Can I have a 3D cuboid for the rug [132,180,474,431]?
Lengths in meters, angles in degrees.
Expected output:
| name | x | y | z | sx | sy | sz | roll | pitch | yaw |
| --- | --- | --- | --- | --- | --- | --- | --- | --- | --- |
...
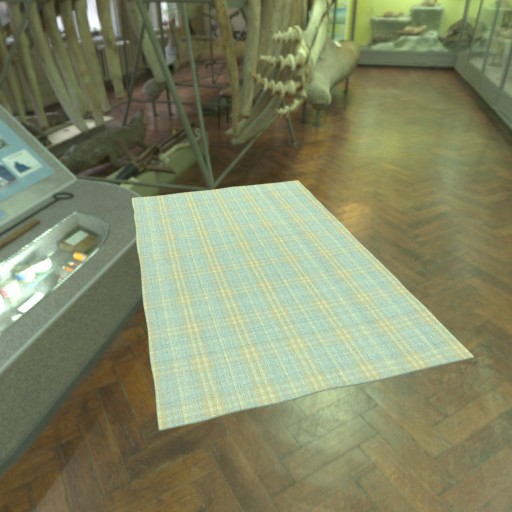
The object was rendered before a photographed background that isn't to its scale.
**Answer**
| name | x | y | z | sx | sy | sz | roll | pitch | yaw |
| --- | --- | --- | --- | --- | --- | --- | --- | --- | --- |
| rug | 0.000 | 0.000 | 3.013 | 1.545 | 0.016 | 2.460 | -8 | 32 | -14 |
